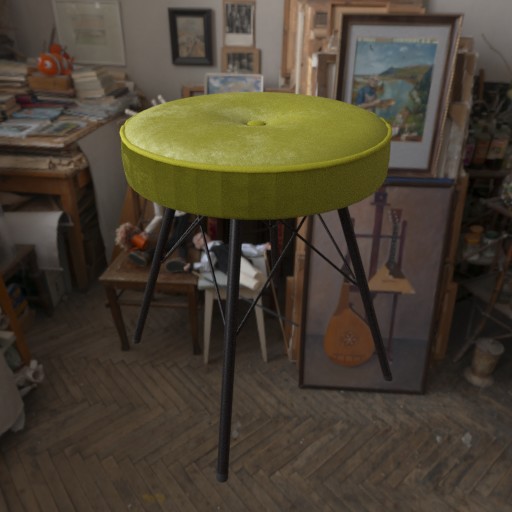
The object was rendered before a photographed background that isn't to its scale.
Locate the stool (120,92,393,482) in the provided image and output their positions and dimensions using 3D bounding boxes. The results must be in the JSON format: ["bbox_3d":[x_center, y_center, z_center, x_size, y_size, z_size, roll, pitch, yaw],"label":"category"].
[{"bbox_3d":[0.000,0.000,0.804,0.409,0.508,0.409,-19,36,-28],"label":"stool"}]
